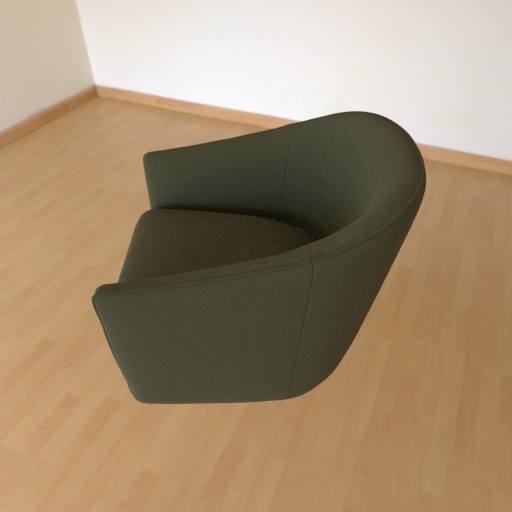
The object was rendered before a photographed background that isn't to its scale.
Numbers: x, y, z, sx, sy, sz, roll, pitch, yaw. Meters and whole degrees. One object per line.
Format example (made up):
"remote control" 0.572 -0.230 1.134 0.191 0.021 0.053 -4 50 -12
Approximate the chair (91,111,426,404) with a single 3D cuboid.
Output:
"chair" 0.000 0.000 1.441 0.875 0.799 0.747 0 42 0
